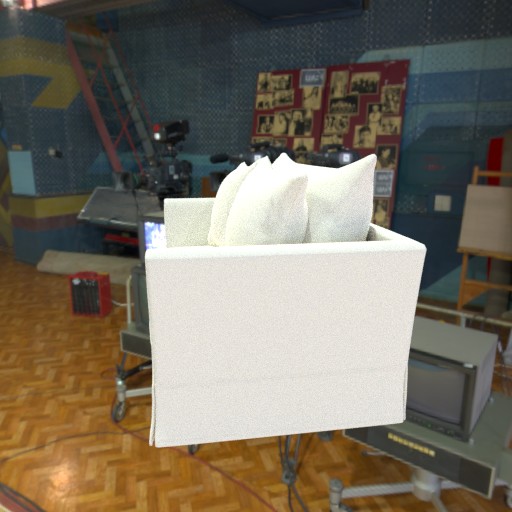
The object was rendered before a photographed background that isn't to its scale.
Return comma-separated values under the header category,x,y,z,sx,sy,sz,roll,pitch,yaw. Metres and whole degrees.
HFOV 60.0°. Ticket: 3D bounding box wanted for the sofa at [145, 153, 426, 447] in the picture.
category,x,y,z,sx,sy,sz,roll,pitch,yaw
sofa,0.000,0.000,2.284,1.026,1.039,1.608,-2,14,-9
